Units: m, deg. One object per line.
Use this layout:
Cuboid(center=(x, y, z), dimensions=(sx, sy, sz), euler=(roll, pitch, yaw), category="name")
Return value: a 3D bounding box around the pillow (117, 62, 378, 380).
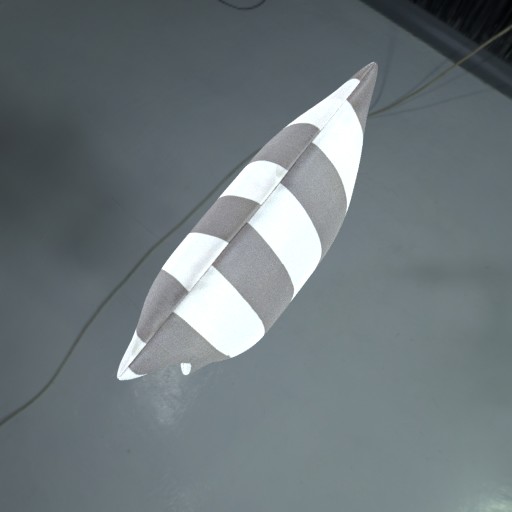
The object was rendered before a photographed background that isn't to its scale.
Cuboid(center=(0.000, 0.000, 0.789), dimensions=(0.192, 0.507, 0.522), euler=(37, 79, 8), category="pillow")
